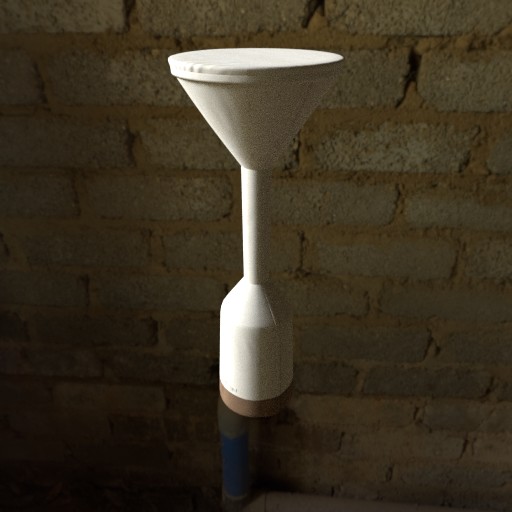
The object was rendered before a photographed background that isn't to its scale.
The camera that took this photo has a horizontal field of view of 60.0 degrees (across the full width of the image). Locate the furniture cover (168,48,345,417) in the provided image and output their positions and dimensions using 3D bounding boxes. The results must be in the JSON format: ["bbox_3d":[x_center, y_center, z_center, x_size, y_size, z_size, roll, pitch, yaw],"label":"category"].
[{"bbox_3d":[0.000,0.000,2.914,0.914,2.413,0.914,-19,35,-29],"label":"furniture cover"}]
